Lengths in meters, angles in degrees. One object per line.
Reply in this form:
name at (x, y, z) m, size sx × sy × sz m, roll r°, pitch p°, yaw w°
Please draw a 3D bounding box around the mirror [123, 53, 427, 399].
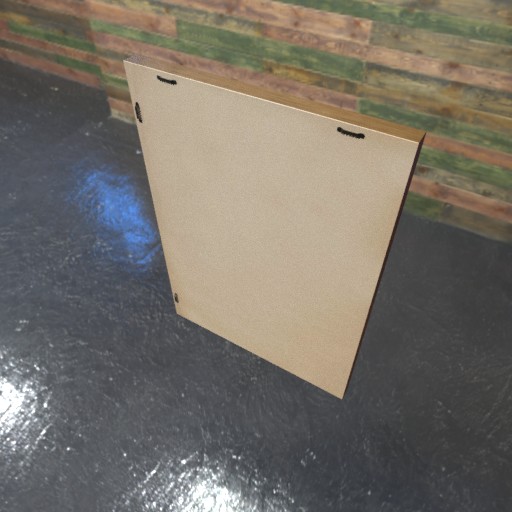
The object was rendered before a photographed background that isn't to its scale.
mirror at (0.000, 0.000, 0.924) m, size 0.508 × 0.711 × 0.039 m, roll 23°, pitch 50°, yaw 21°
